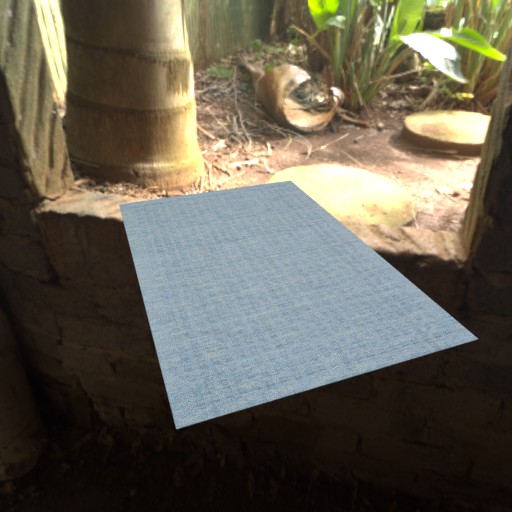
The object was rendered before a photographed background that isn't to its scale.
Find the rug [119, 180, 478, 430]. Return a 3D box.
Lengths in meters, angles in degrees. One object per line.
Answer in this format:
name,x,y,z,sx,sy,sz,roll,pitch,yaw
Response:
rug,0.000,0.000,2.905,1.522,0.006,2.286,-11,33,-17
